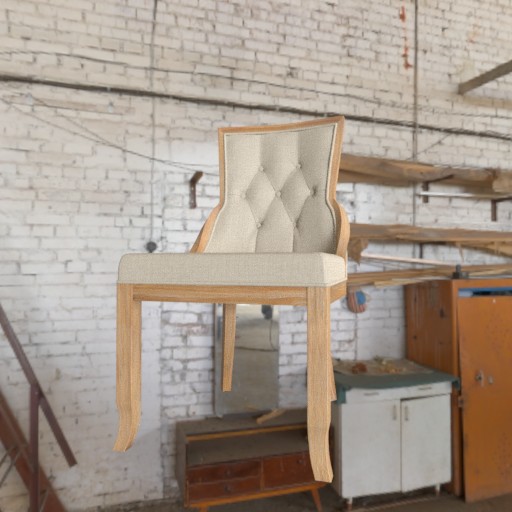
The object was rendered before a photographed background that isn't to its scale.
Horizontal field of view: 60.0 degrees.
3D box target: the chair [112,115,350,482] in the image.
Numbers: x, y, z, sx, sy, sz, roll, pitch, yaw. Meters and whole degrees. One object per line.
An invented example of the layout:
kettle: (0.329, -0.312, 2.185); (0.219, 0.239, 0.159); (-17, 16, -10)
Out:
chair: (0.000, 0.000, 1.299); (0.524, 0.947, 0.641); (0, -1, 17)
